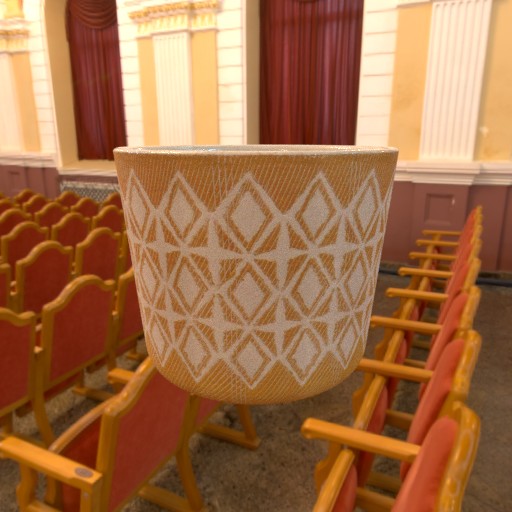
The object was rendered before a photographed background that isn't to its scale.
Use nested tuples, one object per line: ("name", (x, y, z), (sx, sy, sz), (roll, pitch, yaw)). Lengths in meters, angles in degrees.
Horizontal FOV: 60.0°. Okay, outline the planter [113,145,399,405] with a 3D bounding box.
("planter", (0.000, 0.000, 0.219), (0.126, 0.104, 0.126), (0, 15, 0))
